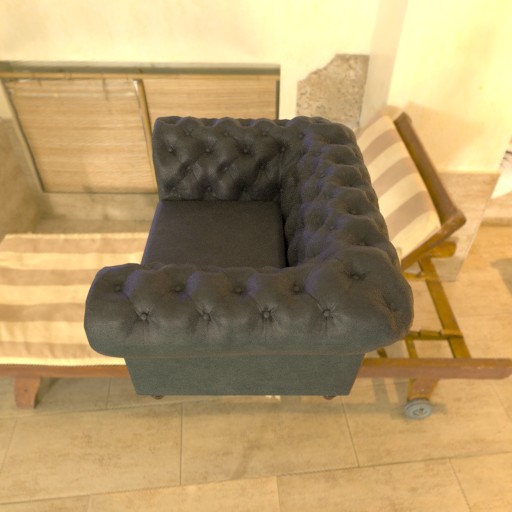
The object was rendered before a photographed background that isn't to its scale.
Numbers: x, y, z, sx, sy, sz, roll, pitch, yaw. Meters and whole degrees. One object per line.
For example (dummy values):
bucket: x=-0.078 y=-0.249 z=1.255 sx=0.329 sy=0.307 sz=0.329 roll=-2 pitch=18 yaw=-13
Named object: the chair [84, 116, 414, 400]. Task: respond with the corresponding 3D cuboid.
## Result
chair: x=0.000 y=0.000 z=1.861 sx=0.943 sy=0.780 sz=1.298 roll=0 pitch=42 yaw=0
